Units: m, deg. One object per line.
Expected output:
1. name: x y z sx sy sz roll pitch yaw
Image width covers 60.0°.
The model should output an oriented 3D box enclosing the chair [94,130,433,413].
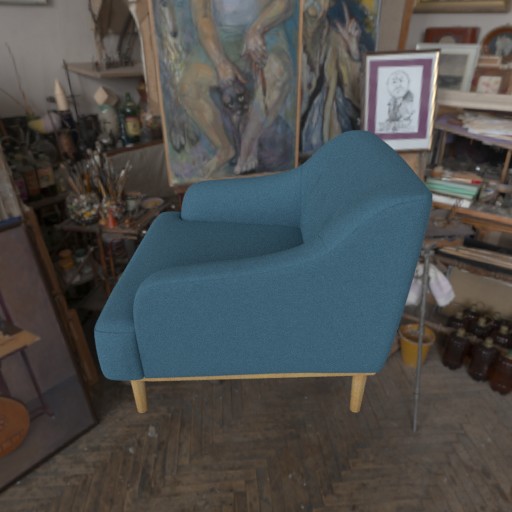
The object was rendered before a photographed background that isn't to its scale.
1. chair: 0.000 0.000 1.674 0.951 0.818 0.946 1 28 1
